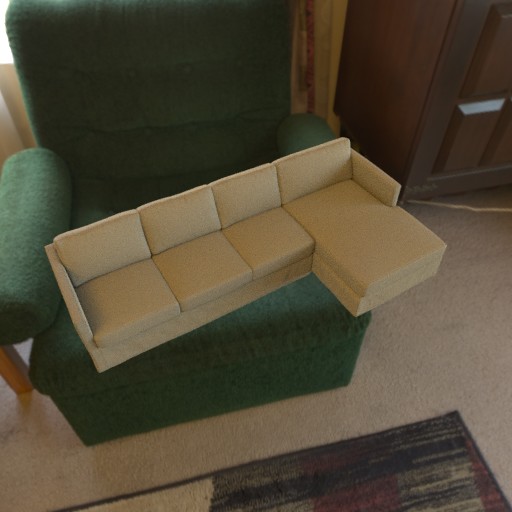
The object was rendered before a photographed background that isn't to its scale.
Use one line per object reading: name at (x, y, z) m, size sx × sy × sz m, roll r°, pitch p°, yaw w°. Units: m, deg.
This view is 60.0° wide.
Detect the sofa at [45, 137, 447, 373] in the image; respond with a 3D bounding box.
sofa at (0.000, 0.000, 3.968) m, size 3.177 × 0.867 × 1.622 m, roll -23°, pitch 50°, yaw -21°
